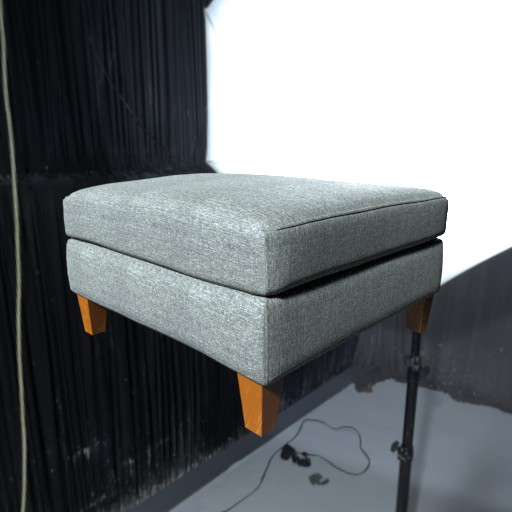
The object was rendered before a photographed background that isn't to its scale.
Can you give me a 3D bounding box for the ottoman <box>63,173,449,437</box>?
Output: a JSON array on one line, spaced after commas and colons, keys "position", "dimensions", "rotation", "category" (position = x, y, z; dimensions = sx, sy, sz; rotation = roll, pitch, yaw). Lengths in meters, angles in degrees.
[{"position": [0.000, 0.000, 1.348], "dimensions": [0.838, 0.481, 0.838], "rotation": [13, 18, 43], "category": "ottoman"}]
